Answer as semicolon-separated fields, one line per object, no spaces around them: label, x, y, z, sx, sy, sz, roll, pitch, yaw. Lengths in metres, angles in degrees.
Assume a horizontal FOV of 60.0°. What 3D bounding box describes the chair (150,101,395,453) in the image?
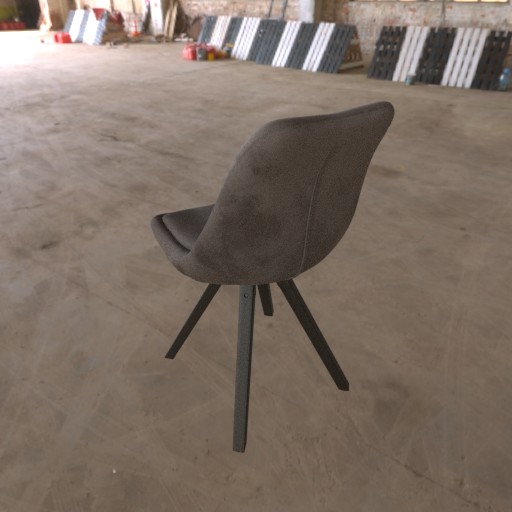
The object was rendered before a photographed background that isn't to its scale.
chair;0.000;0.000;1.169;0.476;0.850;0.550;-19;36;-28
